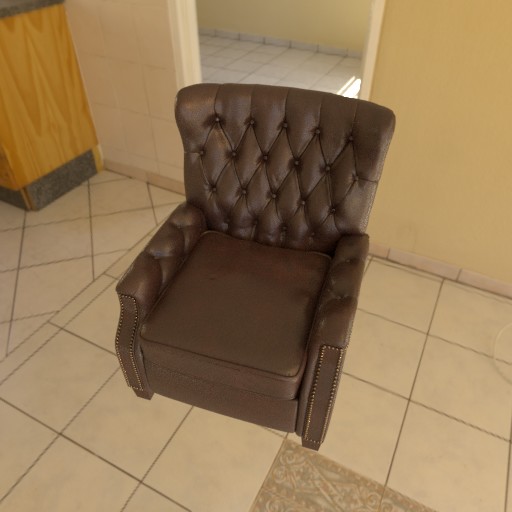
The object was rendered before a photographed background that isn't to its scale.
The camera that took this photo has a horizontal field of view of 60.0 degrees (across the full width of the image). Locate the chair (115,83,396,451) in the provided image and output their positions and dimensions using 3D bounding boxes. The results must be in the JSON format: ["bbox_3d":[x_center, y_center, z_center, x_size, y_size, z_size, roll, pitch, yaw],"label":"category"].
[{"bbox_3d":[0.000,0.000,1.476,0.709,0.864,0.823,12,42,13],"label":"chair"}]
